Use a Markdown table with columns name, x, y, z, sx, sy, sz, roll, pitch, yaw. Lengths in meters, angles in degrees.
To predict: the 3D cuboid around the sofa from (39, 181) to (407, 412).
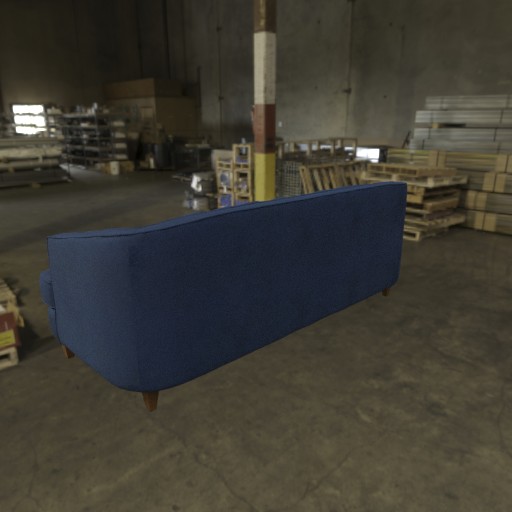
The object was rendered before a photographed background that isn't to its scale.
| name | x | y | z | sx | sy | sz | roll | pitch | yaw |
| --- | --- | --- | --- | --- | --- | --- | --- | --- | --- |
| sofa | 0.000 | 0.000 | 2.721 | 2.278 | 0.855 | 0.941 | -15 | 23 | -41 |
